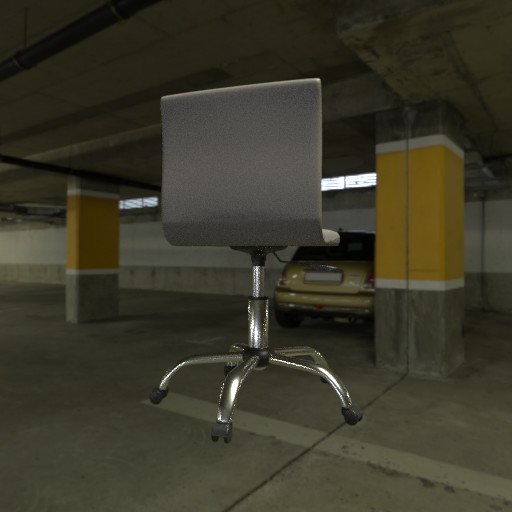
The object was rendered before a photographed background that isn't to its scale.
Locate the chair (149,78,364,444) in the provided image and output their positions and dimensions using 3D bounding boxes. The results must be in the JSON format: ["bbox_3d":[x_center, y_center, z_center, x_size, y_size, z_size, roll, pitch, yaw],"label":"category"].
[{"bbox_3d":[0.000,0.000,1.164,0.556,0.780,0.530,0,0,17],"label":"chair"}]
